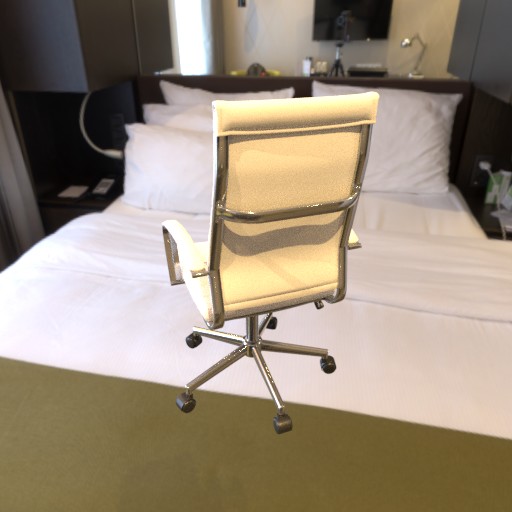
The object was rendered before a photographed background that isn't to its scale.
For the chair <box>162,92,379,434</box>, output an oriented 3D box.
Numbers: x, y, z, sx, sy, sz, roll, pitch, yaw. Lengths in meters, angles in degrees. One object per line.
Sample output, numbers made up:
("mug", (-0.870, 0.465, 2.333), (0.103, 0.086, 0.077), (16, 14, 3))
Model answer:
("chair", (0.000, 0.000, 1.564), (0.679, 1.149, 0.679), (-10, 29, -18))
